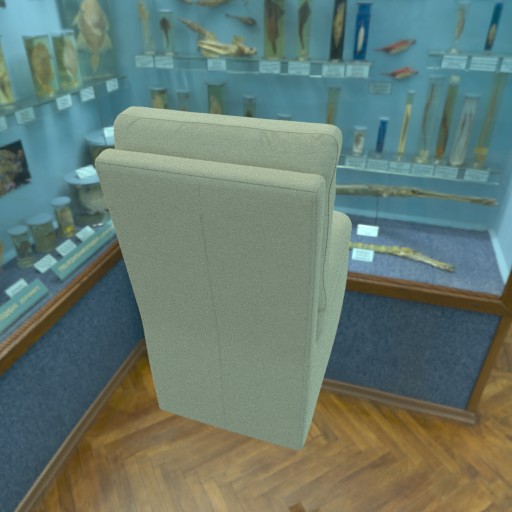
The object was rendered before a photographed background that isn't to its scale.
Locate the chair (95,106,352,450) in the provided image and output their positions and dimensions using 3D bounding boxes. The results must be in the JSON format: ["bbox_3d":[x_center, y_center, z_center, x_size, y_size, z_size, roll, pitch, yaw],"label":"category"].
[{"bbox_3d":[0.000,0.000,1.324,0.503,0.927,0.698,10,34,16],"label":"chair"}]
